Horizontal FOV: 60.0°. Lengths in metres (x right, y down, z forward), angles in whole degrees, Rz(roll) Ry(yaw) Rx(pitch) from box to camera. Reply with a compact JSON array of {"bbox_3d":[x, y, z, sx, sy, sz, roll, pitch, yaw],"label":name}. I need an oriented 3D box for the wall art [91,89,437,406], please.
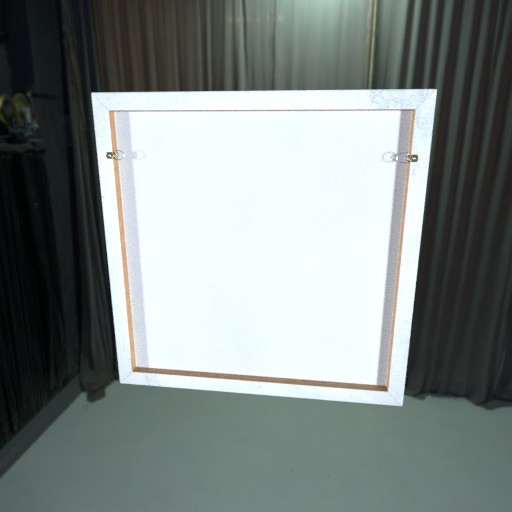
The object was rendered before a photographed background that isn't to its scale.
[{"bbox_3d":[0.000,0.000,1.092,0.762,0.762,0.041,2,17,8],"label":"wall art"}]
